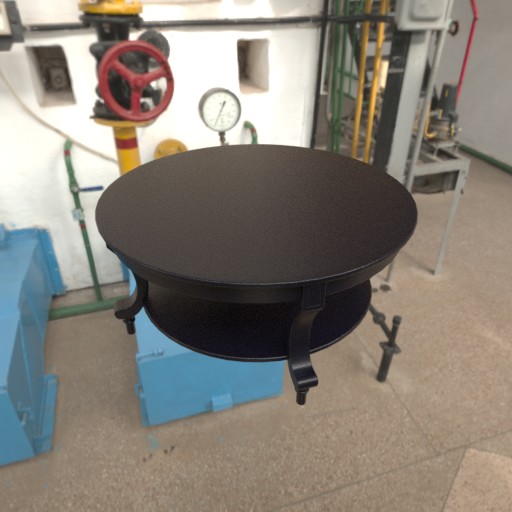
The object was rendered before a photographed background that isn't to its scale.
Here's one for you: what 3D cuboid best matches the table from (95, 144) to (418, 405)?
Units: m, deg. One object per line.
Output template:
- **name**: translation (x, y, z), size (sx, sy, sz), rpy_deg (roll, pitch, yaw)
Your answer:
- **table**: translation (0.000, 0.000, 1.598), size (1.029, 0.491, 1.029), rpy_deg (0, 32, 0)
